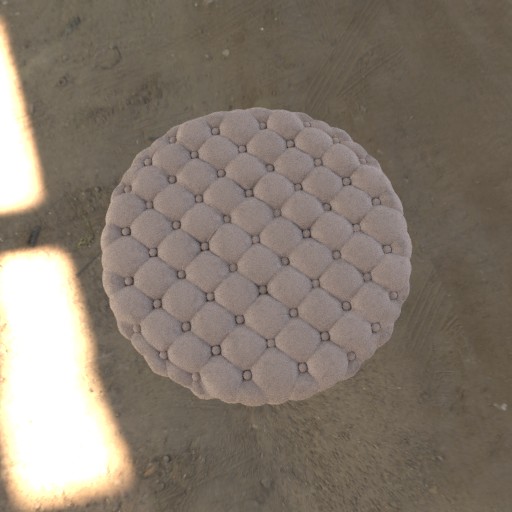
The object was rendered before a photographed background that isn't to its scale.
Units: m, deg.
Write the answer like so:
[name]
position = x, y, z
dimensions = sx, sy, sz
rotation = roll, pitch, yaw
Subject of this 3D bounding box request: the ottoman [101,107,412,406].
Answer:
[ottoman]
position = 0.000, 0.000, 1.548
dimensions = 0.998, 0.399, 0.998
rotation = 0, 74, 0
